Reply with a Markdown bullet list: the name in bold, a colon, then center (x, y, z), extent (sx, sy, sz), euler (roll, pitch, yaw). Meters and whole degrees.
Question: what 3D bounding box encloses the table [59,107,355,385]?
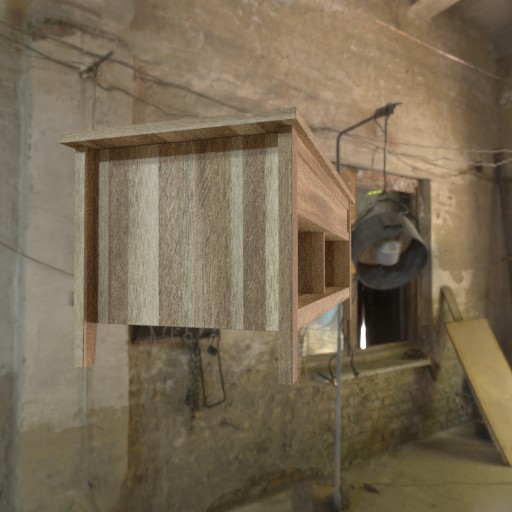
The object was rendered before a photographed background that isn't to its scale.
- **table**: center (0.000, 0.000, 1.344), extent (0.493, 0.480, 1.095), euler (0, -1, 18)
